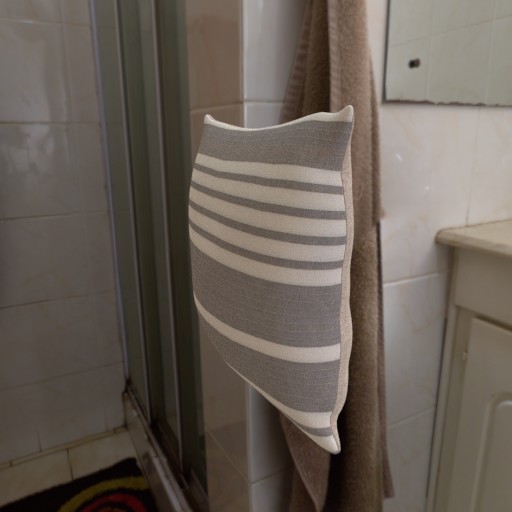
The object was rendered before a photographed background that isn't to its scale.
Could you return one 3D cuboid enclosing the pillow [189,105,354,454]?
[{"bbox_3d":[0.000,0.000,0.697,0.182,0.440,0.439,-7,17,-26],"label":"pillow"}]
